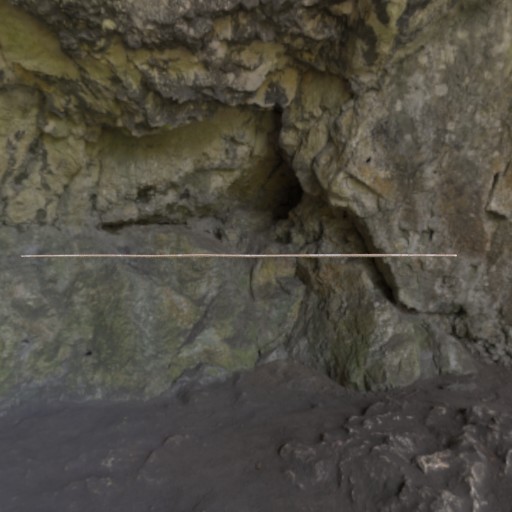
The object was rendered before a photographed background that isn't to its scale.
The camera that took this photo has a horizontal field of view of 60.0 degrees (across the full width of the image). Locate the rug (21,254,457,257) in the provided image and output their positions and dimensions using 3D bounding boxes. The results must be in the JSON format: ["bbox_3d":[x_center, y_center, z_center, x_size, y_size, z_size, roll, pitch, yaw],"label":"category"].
[{"bbox_3d":[0.000,0.000,4.310,3.365,0.020,2.452,0,0,19],"label":"rug"}]
